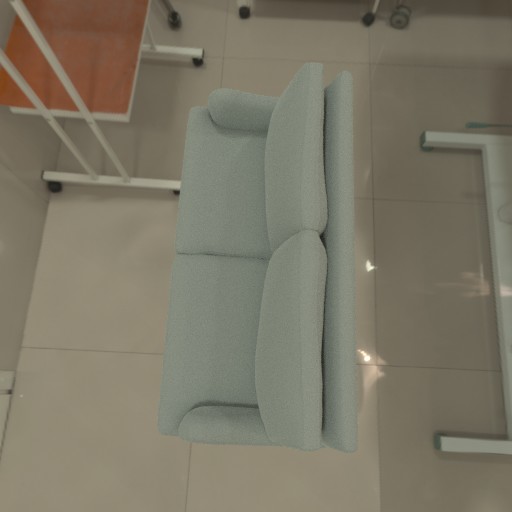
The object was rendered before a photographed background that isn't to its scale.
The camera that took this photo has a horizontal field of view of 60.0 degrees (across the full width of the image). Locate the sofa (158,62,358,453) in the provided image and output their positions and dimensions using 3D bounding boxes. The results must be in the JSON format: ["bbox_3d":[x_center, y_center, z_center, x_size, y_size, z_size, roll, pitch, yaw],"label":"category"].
[{"bbox_3d":[0.000,0.000,2.793,1.069,1.096,2.193,3,74,1],"label":"sofa"}]
